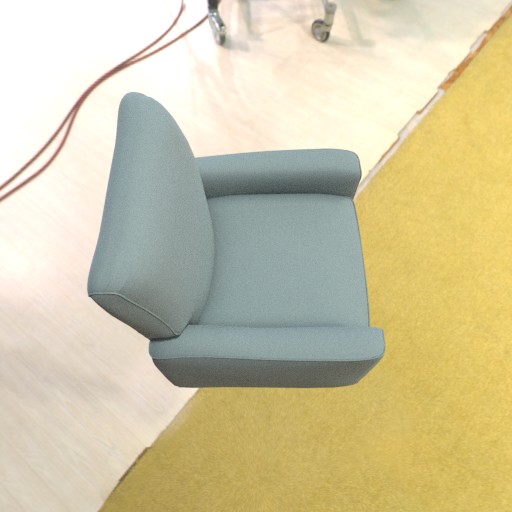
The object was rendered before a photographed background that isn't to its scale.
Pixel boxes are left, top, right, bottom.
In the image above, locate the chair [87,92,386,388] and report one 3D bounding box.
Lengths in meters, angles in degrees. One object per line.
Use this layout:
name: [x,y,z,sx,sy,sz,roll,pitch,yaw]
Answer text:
chair: [0.000,0.000,1.638,0.846,1.007,0.853,0,63,0]
